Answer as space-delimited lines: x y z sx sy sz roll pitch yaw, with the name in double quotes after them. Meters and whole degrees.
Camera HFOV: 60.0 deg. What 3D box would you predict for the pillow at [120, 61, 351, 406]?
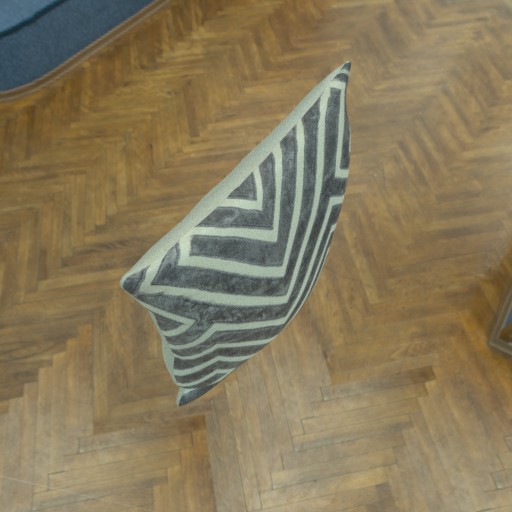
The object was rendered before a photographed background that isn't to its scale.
0.000 0.000 0.682 0.182 0.441 0.440 32 63 18 "pillow"
